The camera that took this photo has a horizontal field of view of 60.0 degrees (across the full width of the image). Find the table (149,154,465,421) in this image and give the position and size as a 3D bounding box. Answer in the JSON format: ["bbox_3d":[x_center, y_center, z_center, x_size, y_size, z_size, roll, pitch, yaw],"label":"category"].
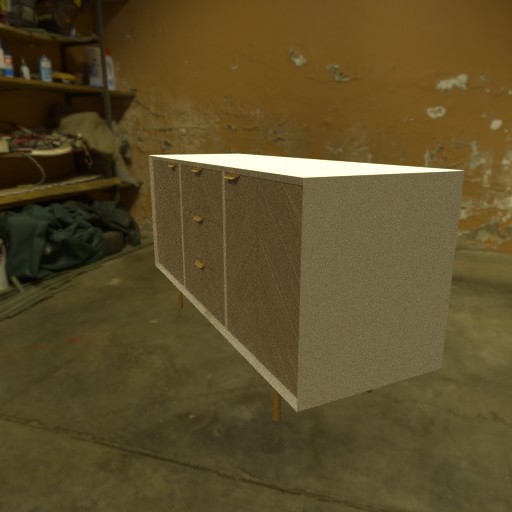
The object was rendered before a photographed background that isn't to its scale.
[{"bbox_3d":[0.000,0.000,1.825,0.508,0.769,1.500,-7,16,-25],"label":"table"}]
